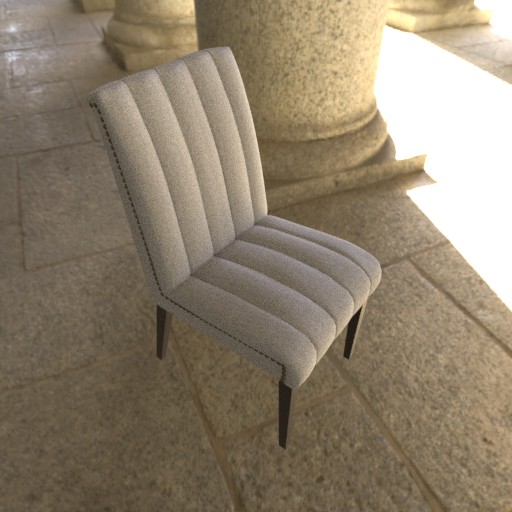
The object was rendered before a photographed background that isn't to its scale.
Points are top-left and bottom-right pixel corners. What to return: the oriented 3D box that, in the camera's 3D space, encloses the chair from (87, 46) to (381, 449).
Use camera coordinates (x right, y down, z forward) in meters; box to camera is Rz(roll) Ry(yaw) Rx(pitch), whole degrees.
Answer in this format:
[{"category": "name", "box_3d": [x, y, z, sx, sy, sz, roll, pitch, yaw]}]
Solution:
[{"category": "chair", "box_3d": [0.000, 0.000, 1.345, 0.647, 1.016, 0.511, 26, 47, 27]}]
